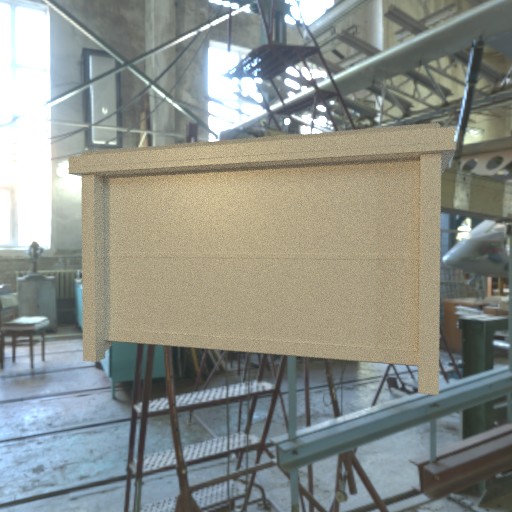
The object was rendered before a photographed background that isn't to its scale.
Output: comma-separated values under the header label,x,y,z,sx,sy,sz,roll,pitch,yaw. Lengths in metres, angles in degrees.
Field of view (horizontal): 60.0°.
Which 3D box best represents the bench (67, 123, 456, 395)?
label,x,y,z,sx,sy,sz,roll,pitch,yaw
bench,0.000,0.000,1.243,0.987,0.589,0.346,0,2,18
